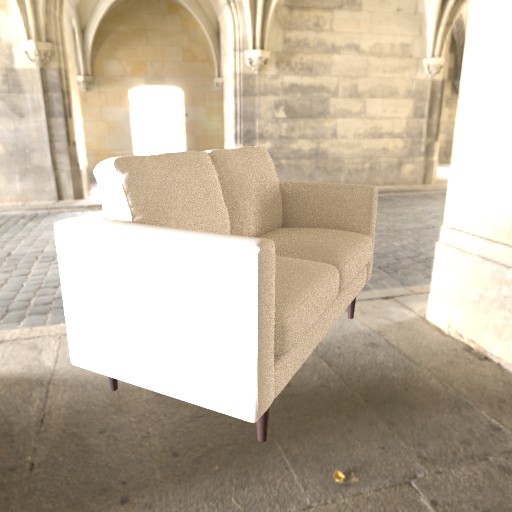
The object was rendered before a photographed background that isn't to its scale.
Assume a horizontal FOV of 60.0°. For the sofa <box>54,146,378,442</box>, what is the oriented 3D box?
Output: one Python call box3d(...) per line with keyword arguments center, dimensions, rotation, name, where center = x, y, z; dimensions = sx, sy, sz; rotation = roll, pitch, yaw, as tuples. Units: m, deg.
box3d(center=(0.000, 0.000, 1.958), dimensions=(0.796, 0.908, 1.430), rotation=(8, 18, 26), name="sofa")
